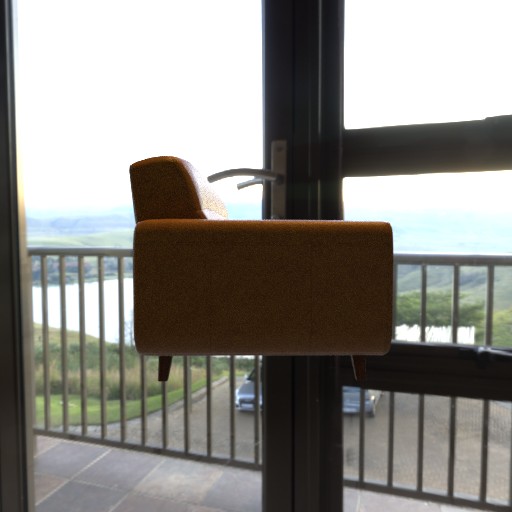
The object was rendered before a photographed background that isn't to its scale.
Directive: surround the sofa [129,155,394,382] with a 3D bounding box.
[{"bbox_3d":[0.000,0.000,2.621,0.980,0.892,2.137,0,3,0],"label":"sofa"}]
